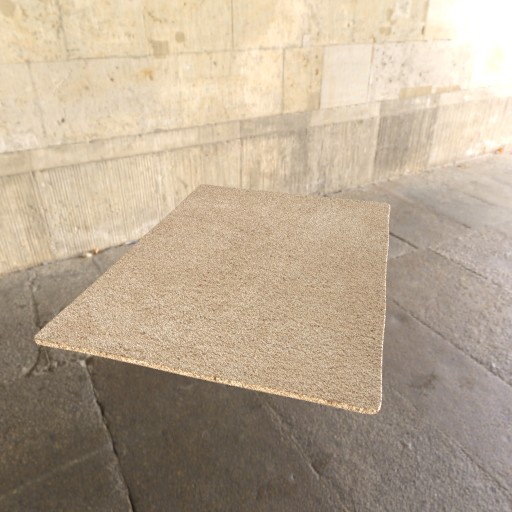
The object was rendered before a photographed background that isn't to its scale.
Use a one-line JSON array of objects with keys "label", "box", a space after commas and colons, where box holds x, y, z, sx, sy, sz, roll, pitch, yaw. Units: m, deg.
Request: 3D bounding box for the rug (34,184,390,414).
[{"label": "rug", "box": [0.000, 0.000, 2.095, 1.199, 0.025, 1.600, 8, 31, 14]}]
